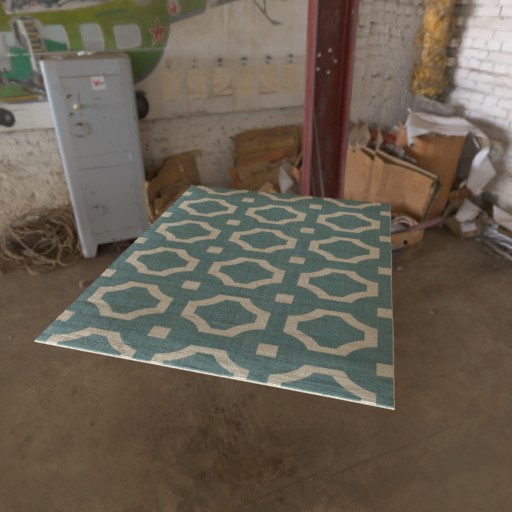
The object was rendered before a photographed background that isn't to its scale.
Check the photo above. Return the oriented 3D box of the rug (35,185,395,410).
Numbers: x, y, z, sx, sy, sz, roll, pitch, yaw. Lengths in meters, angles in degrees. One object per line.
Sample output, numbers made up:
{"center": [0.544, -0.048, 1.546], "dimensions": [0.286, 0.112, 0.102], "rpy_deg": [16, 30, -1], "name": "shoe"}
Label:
{"center": [0.000, 0.000, 4.146], "dimensions": [2.466, 0.021, 3.049], "rpy_deg": [7, 31, 12], "name": "rug"}
